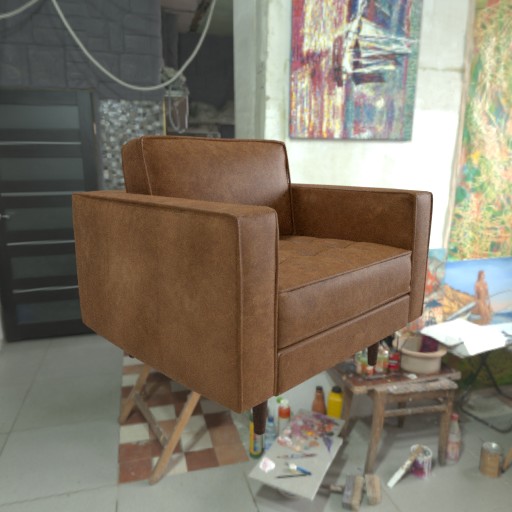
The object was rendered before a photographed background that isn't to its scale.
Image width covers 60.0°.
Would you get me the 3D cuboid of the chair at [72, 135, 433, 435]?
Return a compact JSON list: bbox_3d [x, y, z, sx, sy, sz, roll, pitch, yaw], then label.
[{"bbox_3d":[0.000,0.000,1.464,0.928,0.767,0.798,-12,17,-44],"label":"chair"}]
